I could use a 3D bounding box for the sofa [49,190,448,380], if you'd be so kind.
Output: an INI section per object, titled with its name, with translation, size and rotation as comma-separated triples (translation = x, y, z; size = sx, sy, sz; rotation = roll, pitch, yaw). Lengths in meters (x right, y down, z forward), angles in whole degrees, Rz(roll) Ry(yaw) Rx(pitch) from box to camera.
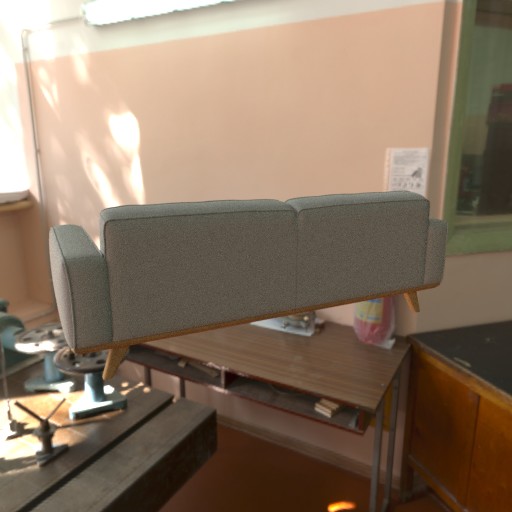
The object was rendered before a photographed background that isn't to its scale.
[sofa]
translation = 0.000, 0.000, 2.717
size = 2.270, 0.781, 0.956
rotation = -7, 15, -26
